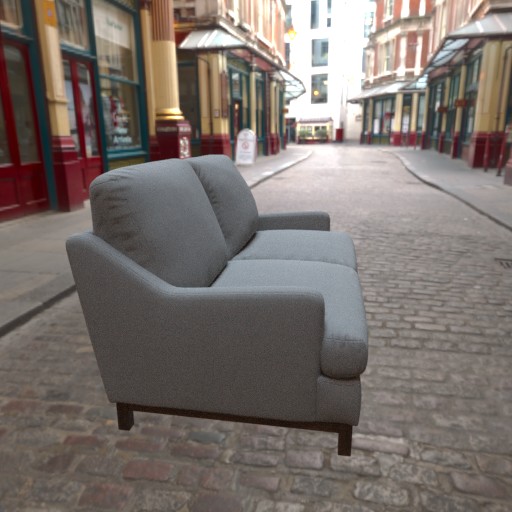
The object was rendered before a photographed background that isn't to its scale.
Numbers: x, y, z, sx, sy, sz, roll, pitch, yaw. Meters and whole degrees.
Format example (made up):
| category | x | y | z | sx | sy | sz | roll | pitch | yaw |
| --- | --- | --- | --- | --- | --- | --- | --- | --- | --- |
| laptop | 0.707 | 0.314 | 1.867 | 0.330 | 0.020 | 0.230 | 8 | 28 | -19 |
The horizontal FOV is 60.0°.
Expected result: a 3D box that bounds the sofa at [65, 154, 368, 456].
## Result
| category | x | y | z | sx | sy | sz | roll | pitch | yaw |
| --- | --- | --- | --- | --- | --- | --- | --- | --- | --- |
| sofa | 0.000 | 0.000 | 2.135 | 0.987 | 0.921 | 1.589 | 3 | 15 | 9 |
